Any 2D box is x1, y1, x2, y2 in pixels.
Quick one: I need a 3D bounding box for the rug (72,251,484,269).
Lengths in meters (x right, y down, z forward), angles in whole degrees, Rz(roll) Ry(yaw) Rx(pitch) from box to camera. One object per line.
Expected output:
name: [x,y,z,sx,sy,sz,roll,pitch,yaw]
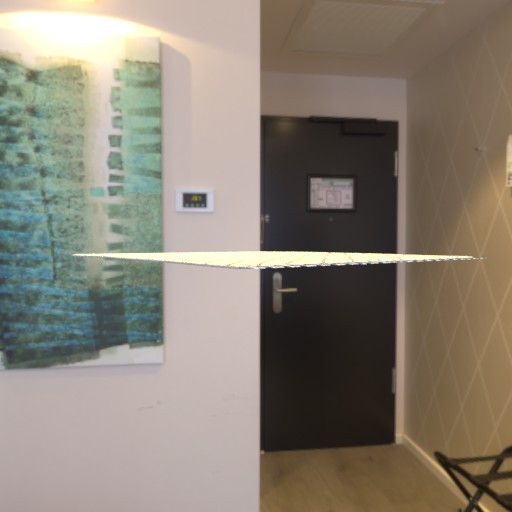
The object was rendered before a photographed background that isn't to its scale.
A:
rug: [0.000,0.000,4.803,2.892,0.036,3.585,-1,2,-38]
